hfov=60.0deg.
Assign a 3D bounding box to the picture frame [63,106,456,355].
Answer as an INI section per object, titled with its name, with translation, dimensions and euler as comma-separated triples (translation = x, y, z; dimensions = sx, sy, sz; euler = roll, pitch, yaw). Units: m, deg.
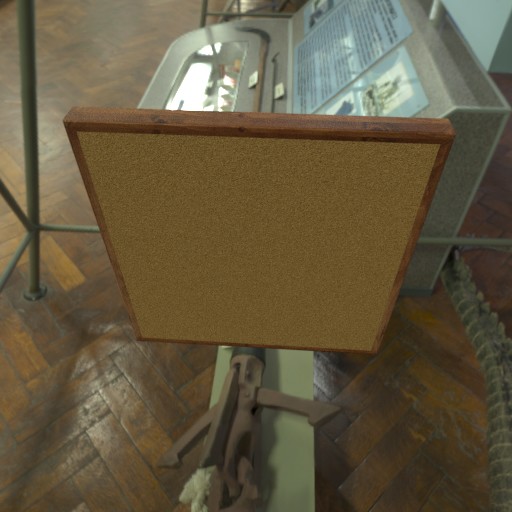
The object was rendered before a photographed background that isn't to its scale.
[picture frame]
translation = 0.000, 0.000, 0.531
dimensions = 0.352, 0.356, 0.028
euler = 3, 45, 3
